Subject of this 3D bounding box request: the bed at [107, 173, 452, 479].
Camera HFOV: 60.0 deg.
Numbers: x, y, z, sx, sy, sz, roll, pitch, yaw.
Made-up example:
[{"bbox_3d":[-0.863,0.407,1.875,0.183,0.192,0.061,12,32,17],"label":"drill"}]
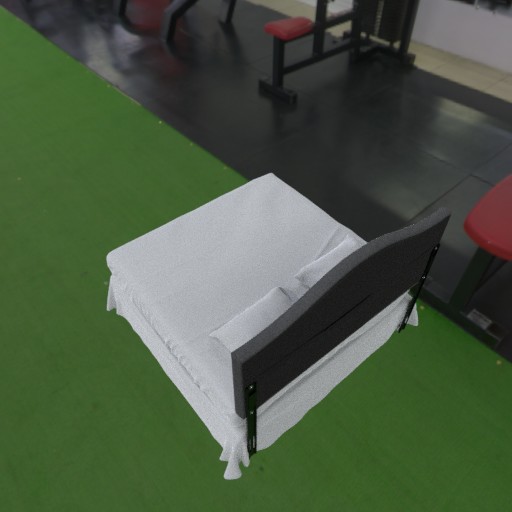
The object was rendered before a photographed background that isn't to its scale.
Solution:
[{"bbox_3d":[0.000,0.000,3.807,2.314,1.651,2.219,-31,54,-26],"label":"bed"}]
